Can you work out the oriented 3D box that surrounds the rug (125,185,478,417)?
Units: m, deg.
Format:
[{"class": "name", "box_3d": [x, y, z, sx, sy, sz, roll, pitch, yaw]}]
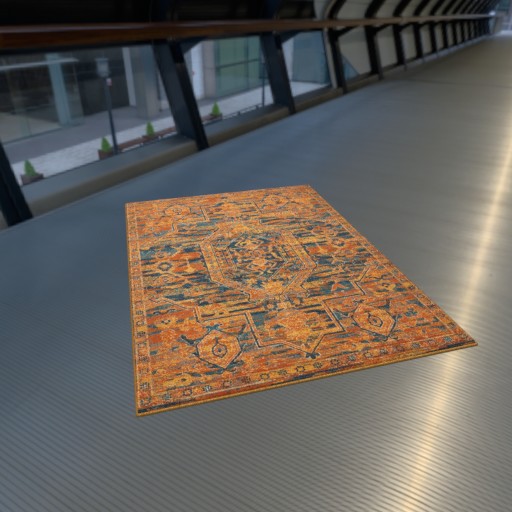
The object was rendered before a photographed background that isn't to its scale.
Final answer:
[{"class": "rug", "box_3d": [0.000, 0.000, 2.844, 1.588, 0.024, 2.204, -8, 31, -13]}]
